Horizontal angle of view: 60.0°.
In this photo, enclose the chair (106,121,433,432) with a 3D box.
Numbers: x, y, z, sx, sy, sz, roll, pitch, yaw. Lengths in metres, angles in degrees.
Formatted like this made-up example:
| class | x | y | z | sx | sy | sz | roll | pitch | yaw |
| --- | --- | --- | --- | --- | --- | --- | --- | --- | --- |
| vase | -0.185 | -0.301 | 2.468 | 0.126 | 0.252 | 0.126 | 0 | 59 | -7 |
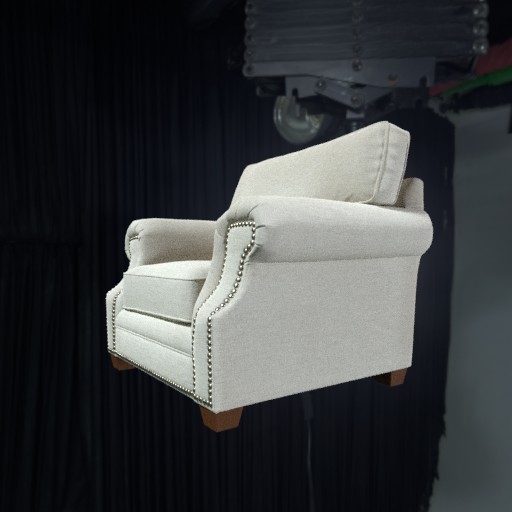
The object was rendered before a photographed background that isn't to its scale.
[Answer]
| class | x | y | z | sx | sy | sz | roll | pitch | yaw |
| --- | --- | --- | --- | --- | --- | --- | --- | --- | --- |
| chair | 0.000 | 0.000 | 1.817 | 0.965 | 0.961 | 1.092 | 0 | 0 | -35 |
